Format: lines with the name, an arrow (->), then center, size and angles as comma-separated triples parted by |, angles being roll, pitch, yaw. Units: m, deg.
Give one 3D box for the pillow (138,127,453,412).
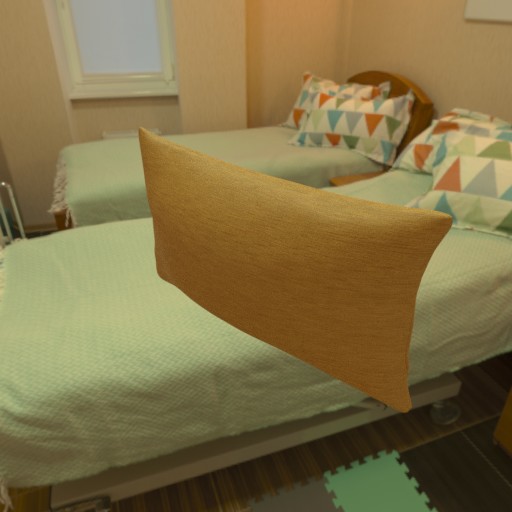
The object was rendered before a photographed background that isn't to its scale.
pillow -> 0.000, 0.000, 0.796 | 0.634, 0.354, 0.210 | 23, 38, 34
